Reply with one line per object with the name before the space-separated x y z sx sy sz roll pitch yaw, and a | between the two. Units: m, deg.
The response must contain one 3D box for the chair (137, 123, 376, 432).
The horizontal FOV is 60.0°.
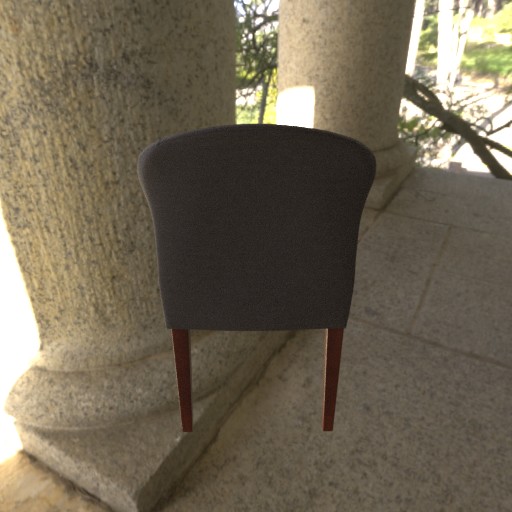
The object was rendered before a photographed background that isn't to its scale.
chair | 0.000 0.000 1.271 0.506 0.879 0.619 0 29 0
